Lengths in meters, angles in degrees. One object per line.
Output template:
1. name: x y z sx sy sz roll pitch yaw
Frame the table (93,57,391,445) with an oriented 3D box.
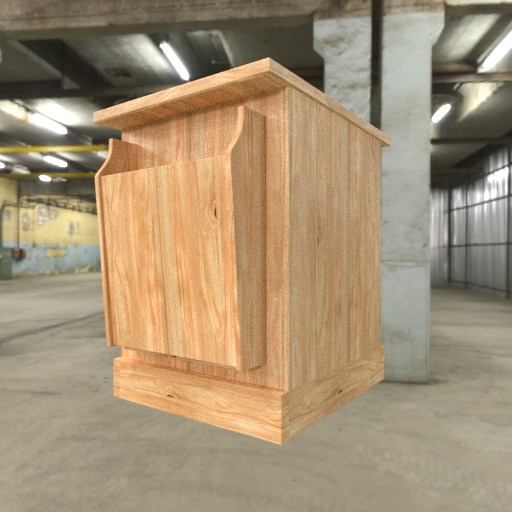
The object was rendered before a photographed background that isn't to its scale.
1. table: 0.000 0.000 0.874 0.380 0.515 0.530 0 0 36
